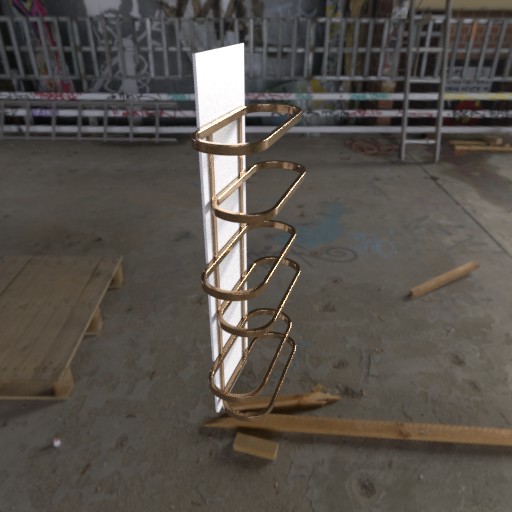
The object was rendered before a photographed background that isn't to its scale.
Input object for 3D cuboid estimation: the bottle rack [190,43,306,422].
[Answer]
[{"bbox_3d":[0.000,0.000,0.834,0.118,0.709,0.332,10,32,17],"label":"bottle rack"}]
